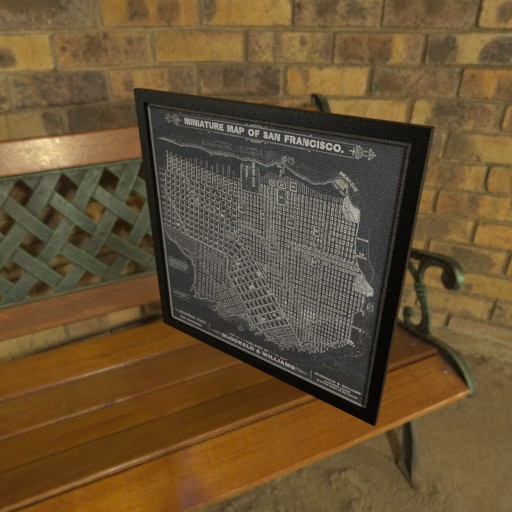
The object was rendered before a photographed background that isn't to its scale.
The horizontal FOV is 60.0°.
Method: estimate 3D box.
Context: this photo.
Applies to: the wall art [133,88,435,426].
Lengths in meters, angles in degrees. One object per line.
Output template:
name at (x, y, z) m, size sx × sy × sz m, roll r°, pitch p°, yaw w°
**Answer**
wall art at (0.000, 0.000, 0.695) m, size 0.457 × 0.458 × 0.012 m, roll 19°, pitch 34°, yaw 30°
